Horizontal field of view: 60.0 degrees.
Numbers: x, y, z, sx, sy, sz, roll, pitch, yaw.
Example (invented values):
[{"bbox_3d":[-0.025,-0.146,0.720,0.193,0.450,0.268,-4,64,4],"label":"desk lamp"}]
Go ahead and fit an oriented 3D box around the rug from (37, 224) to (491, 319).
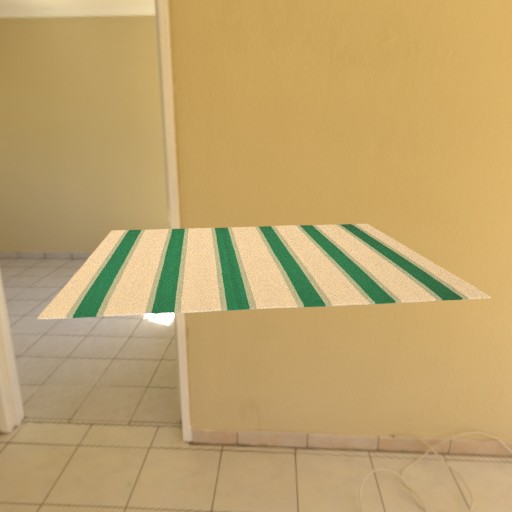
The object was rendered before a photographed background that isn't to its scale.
[{"bbox_3d":[0.000,0.000,4.089,3.041,0.019,2.434,-2,17,-7],"label":"rug"}]
